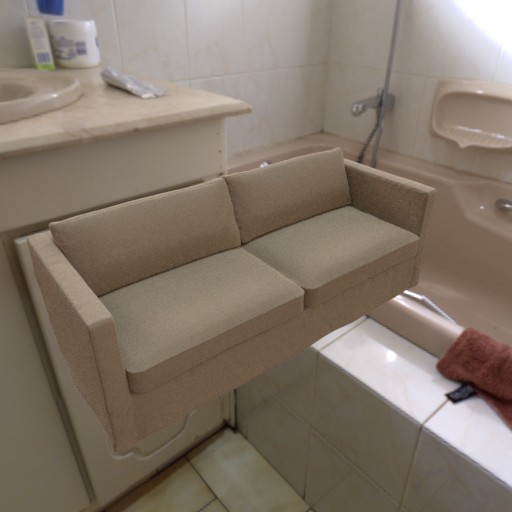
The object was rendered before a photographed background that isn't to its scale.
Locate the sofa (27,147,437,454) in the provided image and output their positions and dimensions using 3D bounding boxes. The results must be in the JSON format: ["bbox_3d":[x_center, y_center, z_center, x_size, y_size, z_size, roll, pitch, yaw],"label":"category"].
[{"bbox_3d":[0.000,0.000,2.702,2.312,0.853,0.962,-21,36,-32],"label":"sofa"}]
